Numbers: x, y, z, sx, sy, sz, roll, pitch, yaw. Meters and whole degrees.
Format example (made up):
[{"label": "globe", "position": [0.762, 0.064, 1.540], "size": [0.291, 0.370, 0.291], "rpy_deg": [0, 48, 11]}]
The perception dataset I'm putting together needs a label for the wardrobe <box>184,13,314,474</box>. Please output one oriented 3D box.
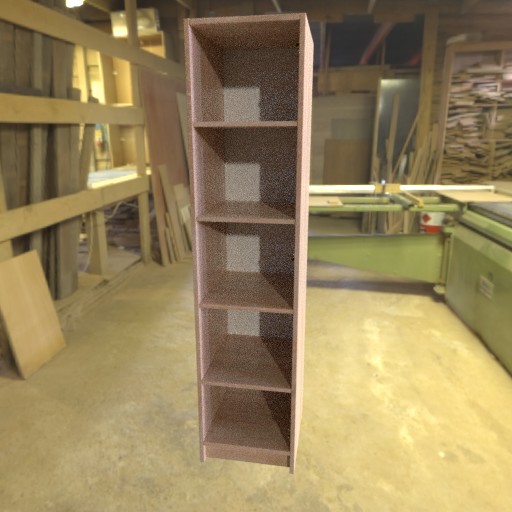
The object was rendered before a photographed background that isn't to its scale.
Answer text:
[{"label": "wardrobe", "position": [0.000, 0.000, 2.303], "size": [0.496, 2.117, 0.588], "rpy_deg": [3, 15, 10]}]
